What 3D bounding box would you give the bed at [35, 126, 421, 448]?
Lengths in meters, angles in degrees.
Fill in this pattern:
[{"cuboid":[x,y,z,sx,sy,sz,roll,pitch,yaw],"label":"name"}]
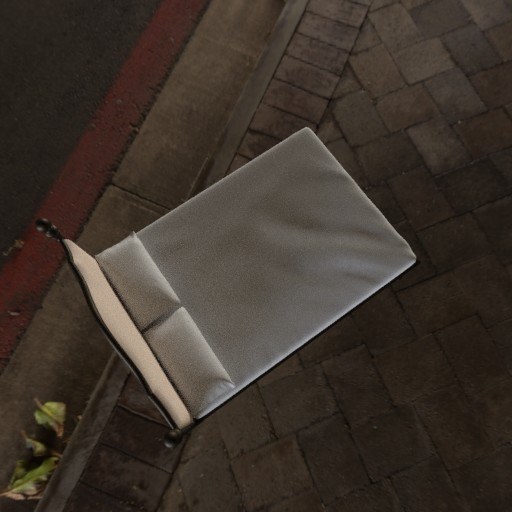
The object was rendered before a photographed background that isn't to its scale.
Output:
[{"cuboid":[0.000,0.000,3.293,2.170,1.462,1.533,-34,77,-9],"label":"bed"}]
